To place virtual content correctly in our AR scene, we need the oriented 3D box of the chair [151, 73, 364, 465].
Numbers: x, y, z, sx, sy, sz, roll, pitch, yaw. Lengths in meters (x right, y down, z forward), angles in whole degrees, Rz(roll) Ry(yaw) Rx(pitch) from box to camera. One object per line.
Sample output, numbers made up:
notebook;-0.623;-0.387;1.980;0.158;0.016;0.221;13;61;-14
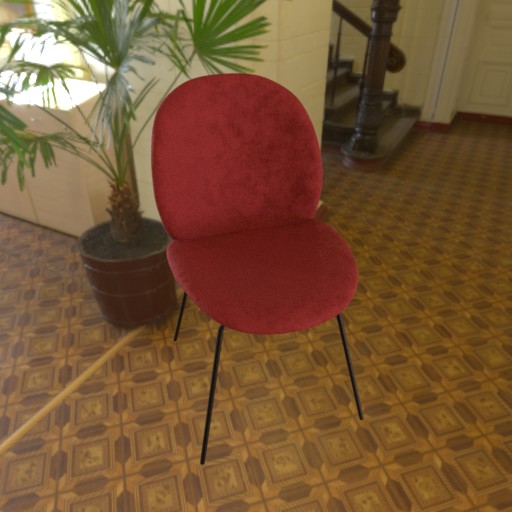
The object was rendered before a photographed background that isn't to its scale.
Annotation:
chair;0.000;0.000;1.146;0.458;0.791;0.587;-9;34;-14
